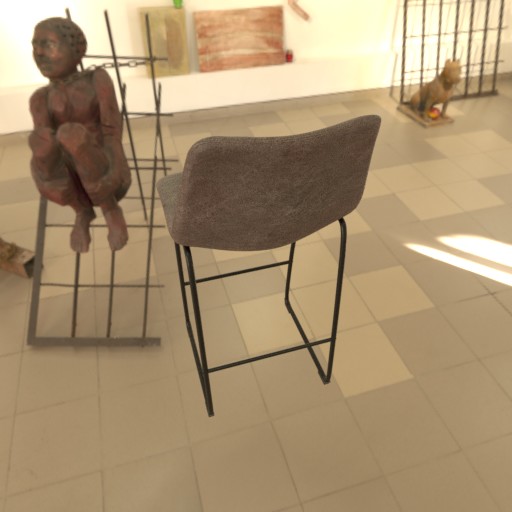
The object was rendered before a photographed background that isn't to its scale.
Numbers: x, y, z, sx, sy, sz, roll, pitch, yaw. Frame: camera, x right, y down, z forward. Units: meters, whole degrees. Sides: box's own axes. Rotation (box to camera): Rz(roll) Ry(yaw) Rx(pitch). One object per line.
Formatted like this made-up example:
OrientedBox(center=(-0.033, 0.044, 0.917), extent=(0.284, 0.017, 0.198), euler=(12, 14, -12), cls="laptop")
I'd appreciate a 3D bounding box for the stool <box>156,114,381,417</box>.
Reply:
OrientedBox(center=(0.000, 0.000, 1.385), extent=(0.514, 1.082, 0.561), euler=(-12, 42, -13), cls="stool")
